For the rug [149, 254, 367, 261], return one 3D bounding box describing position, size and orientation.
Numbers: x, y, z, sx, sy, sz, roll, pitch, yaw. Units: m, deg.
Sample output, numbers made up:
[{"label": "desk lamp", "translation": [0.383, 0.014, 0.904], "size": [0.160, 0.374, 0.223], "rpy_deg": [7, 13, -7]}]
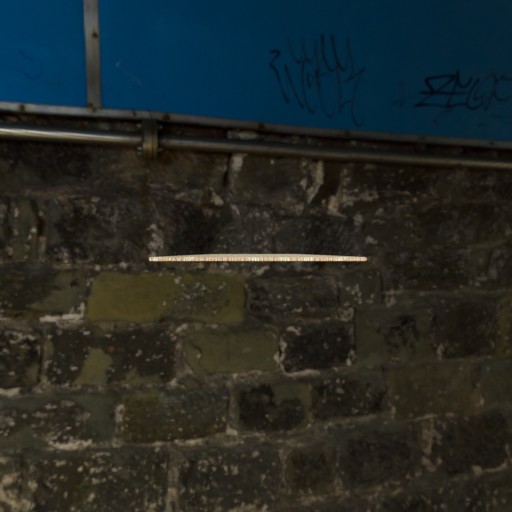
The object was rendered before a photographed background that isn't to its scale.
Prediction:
[{"label": "rug", "translation": [0.000, 0.000, 2.542], "size": [0.691, 0.013, 2.289], "rpy_deg": [0, 0, 0]}]
